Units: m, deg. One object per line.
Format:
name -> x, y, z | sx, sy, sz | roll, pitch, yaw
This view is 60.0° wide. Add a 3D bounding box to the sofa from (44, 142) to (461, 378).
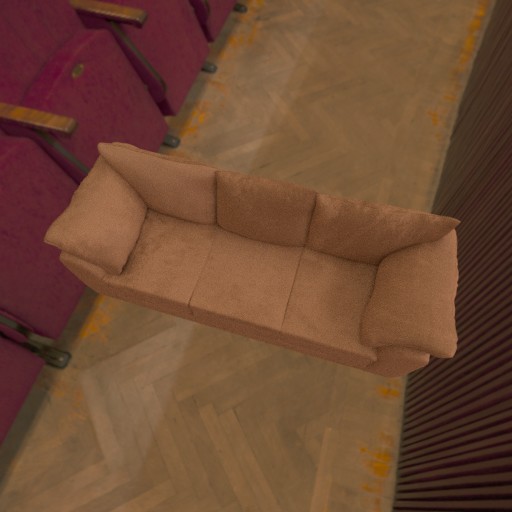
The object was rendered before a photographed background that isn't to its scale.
sofa -> 0.000, 0.000, 2.852 | 2.377, 0.981, 0.893 | 15, 62, 8
